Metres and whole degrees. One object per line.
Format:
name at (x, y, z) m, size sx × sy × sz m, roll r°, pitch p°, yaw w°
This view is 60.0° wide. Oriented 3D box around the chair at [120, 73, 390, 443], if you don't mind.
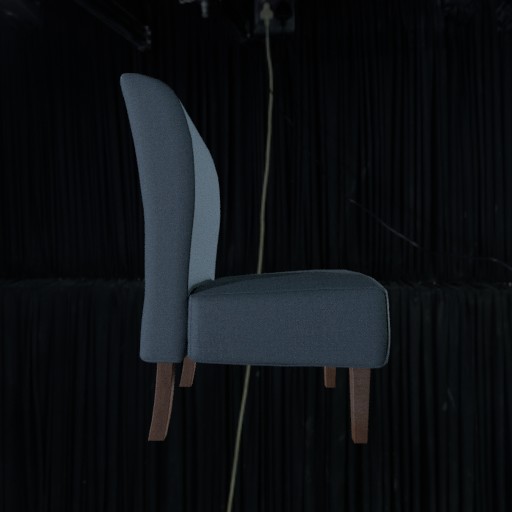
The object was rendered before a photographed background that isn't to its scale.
chair at (0.000, 0.000, 1.171) m, size 0.592 × 0.804 × 0.513 m, roll 0°, pitch 0°, yaw 0°
